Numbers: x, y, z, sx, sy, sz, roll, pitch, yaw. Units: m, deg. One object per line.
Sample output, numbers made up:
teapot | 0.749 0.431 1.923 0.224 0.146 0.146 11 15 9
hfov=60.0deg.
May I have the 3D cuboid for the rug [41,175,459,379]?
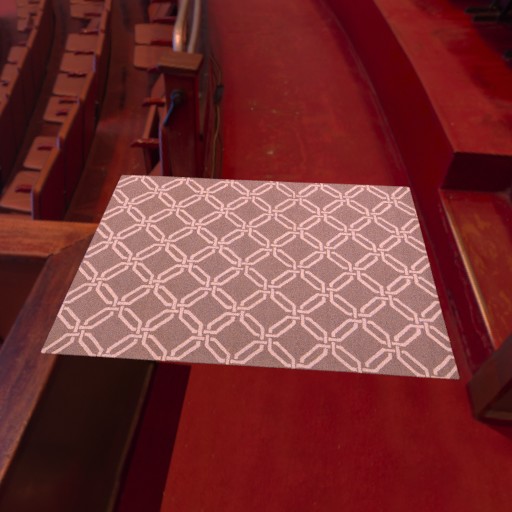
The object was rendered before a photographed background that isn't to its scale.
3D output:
rug | 0.000 0.000 4.424 3.419 0.020 2.441 3 47 3
